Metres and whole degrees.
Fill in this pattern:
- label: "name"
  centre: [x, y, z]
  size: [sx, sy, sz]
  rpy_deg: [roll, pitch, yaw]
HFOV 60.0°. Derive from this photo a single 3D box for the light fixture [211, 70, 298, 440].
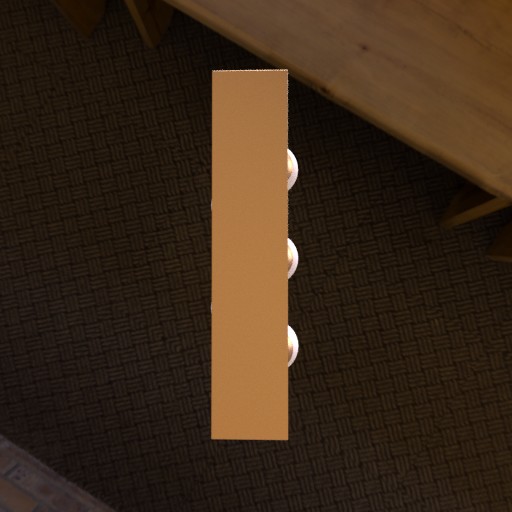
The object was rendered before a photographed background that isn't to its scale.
- label: "light fixture"
  centre: [0.000, 0.000, 1.348]
  size: [0.299, 0.869, 0.863]
  rpy_deg: [0, 89, 2]
